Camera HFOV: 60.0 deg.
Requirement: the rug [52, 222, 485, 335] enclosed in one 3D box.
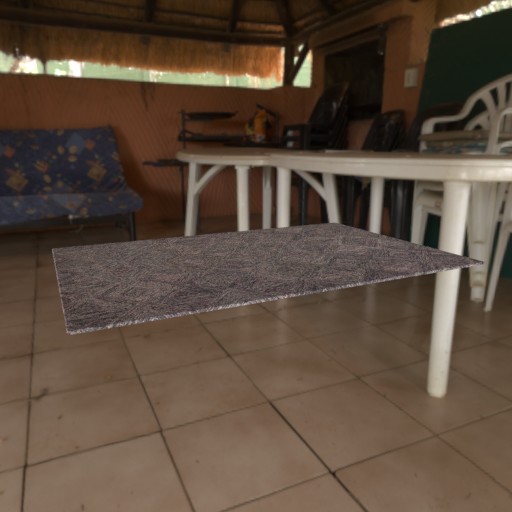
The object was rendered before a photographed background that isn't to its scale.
[{"bbox_3d":[0.000,0.000,2.795,2.298,0.017,1.501,-7,16,-25],"label":"rug"}]
